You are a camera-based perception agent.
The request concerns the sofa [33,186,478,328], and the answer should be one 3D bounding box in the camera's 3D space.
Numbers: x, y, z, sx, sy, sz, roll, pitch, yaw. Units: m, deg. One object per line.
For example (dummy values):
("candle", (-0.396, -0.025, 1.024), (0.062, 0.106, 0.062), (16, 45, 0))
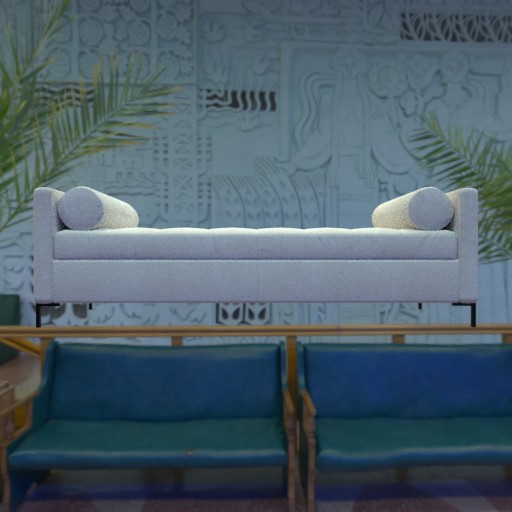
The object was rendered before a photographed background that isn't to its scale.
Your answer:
("sofa", (0.000, 0.000, 2.304), (1.981, 0.635, 0.686), (0, 0, 0))
